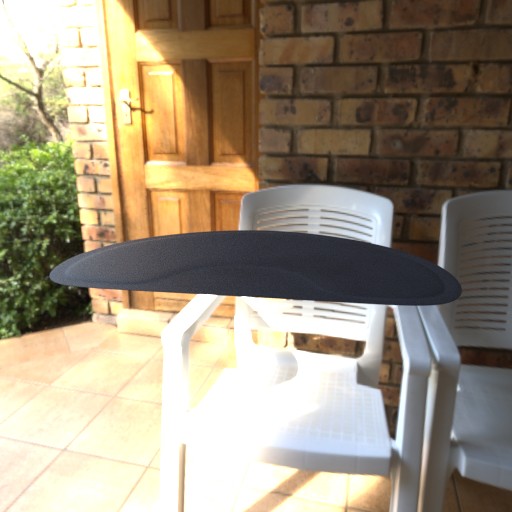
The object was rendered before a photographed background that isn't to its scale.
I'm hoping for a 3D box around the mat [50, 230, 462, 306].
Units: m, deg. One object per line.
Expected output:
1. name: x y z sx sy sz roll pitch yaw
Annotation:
1. mat: 0.000 0.000 1.885 1.524 0.013 0.913 2 17 8
